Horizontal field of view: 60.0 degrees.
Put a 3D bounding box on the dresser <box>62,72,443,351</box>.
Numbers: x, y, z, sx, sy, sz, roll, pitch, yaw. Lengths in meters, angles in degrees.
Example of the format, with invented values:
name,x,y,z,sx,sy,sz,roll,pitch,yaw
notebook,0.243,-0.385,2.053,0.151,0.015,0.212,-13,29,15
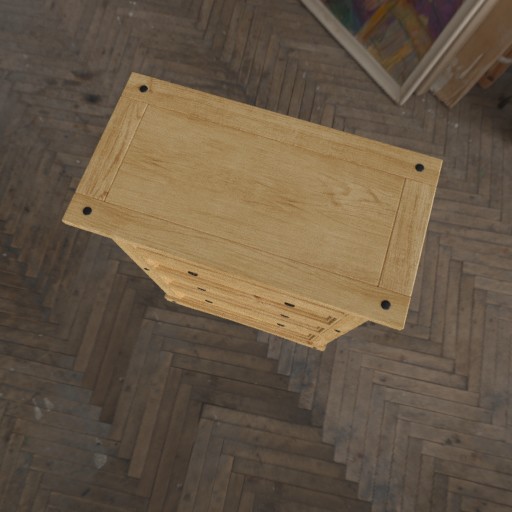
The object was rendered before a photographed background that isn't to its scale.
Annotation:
name,x,y,z,sx,sy,sz,roll,pitch,yaw
dresser,0.000,0.000,1.804,0.915,1.300,0.485,17,75,5
